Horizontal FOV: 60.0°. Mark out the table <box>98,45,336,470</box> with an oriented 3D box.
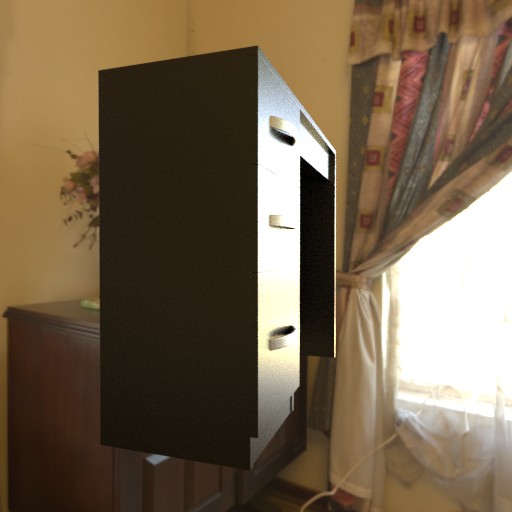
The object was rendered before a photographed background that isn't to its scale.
[{"bbox_3d":[0.000,0.000,1.313,0.380,0.790,0.930,0,1,19],"label":"table"}]
